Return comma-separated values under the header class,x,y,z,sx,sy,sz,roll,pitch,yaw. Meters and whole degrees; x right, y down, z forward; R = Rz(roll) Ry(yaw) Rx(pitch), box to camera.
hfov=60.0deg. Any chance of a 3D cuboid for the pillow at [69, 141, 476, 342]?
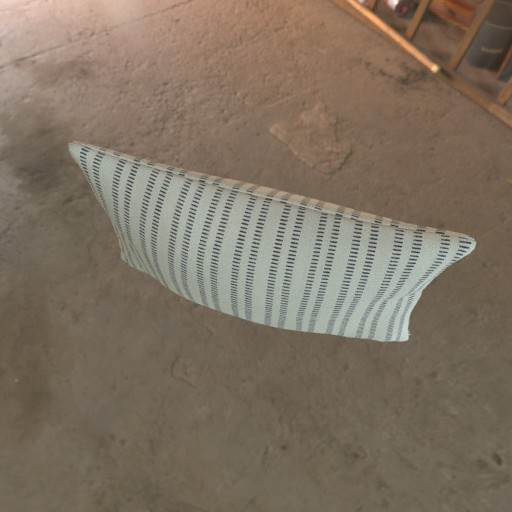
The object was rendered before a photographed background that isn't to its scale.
class,x,y,z,sx,sy,sz,roll,pitch,yaw
pillow,0.000,0.000,0.796,0.640,0.353,0.210,15,59,9
